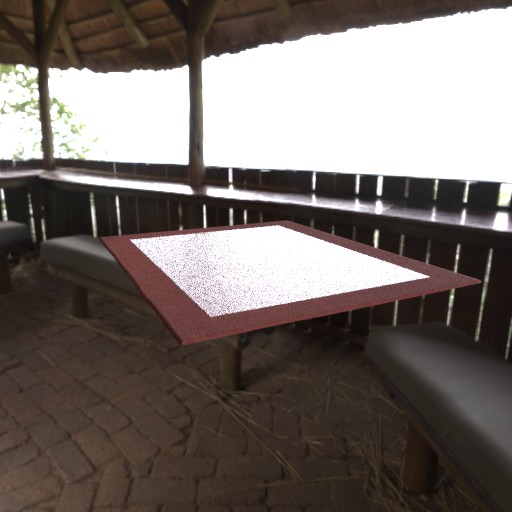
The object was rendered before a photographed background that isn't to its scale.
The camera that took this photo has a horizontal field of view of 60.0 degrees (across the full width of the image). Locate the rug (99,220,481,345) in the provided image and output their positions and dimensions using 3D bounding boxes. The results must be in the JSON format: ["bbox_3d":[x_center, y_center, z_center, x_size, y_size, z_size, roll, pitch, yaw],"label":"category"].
[{"bbox_3d":[0.000,0.000,4.184,2.430,0.018,2.976,-7,16,-26],"label":"rug"}]
